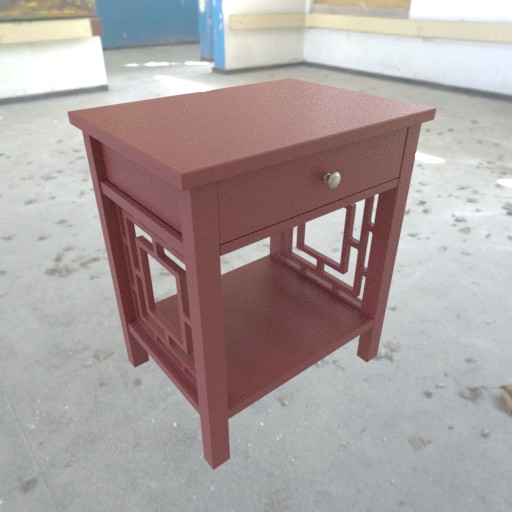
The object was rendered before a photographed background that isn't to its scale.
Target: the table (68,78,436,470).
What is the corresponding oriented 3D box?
[{"bbox_3d":[0.000,0.000,1.067,0.599,0.686,0.451,-23,38,-32],"label":"table"}]
